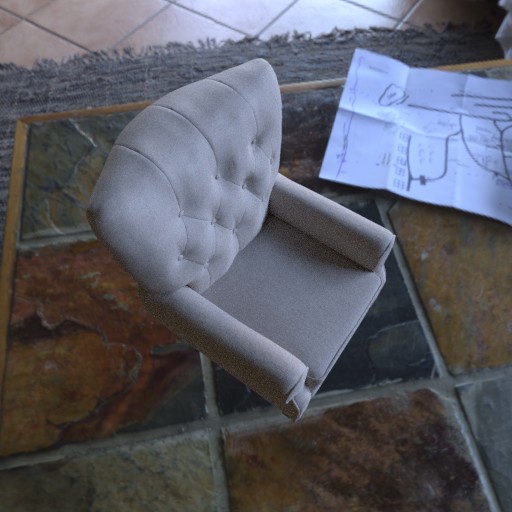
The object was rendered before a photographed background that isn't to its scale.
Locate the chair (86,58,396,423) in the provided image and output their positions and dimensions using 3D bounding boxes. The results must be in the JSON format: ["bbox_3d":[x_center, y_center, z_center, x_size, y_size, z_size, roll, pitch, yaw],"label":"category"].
[{"bbox_3d":[0.000,0.000,1.907,1.025,1.209,0.942,32,65,17],"label":"chair"}]
